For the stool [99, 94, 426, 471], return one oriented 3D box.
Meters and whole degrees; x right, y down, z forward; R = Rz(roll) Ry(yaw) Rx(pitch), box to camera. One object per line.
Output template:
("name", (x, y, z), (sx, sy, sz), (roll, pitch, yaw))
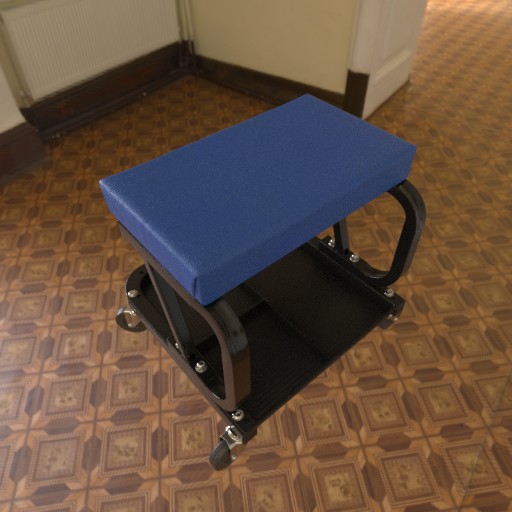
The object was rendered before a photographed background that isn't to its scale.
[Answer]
("stool", (0.000, 0.000, 0.717), (0.446, 0.380, 0.371), (-31, 53, -27))
